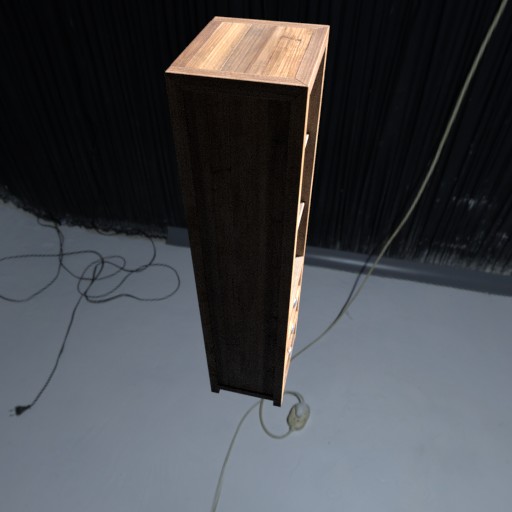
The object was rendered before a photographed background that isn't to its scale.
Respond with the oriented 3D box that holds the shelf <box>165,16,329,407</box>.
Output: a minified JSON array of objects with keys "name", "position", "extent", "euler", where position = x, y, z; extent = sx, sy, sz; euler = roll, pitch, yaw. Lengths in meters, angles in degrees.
[{"name":"shelf","position":[0.000,0.000,2.091],"extent":[0.428,1.900,0.500],"euler":[9,46,9]}]
